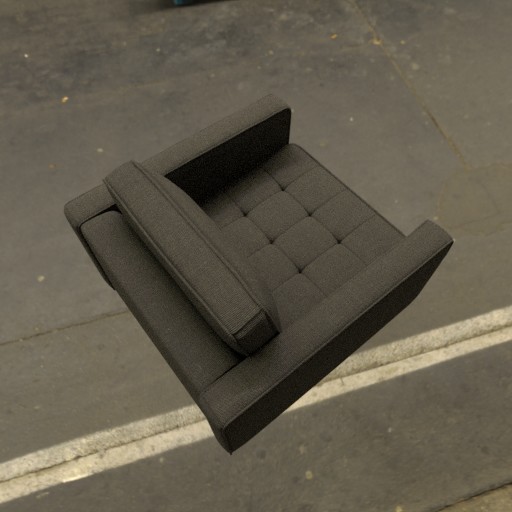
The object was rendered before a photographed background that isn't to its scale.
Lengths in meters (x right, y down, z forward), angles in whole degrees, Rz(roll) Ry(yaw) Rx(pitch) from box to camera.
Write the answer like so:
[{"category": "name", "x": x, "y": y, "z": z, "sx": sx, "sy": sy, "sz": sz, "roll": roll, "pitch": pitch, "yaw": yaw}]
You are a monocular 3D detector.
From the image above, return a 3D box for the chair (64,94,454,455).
[{"category": "chair", "x": 0.000, "y": 0.000, "z": 1.567, "sx": 0.919, "sy": 0.770, "sz": 0.899, "roll": -34, "pitch": 64, "yaw": -19}]
